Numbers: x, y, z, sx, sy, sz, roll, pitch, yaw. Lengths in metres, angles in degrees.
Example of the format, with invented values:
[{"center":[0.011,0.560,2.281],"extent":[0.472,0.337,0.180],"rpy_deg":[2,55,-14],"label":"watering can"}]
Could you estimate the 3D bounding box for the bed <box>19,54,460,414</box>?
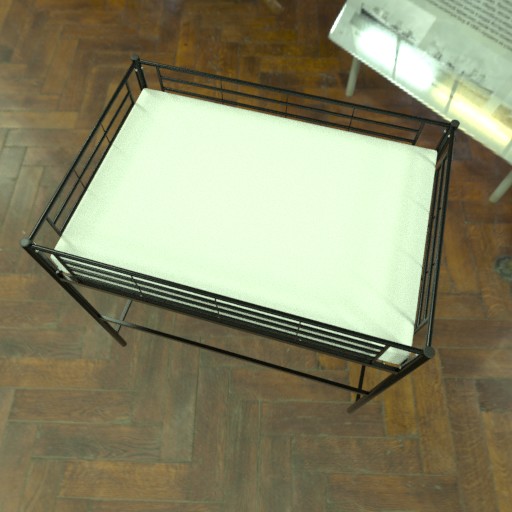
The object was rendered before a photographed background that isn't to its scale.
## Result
[{"center":[0.000,0.000,3.113],"extent":[1.994,1.803,1.397],"rpy_deg":[14,64,7],"label":"bed"}]
